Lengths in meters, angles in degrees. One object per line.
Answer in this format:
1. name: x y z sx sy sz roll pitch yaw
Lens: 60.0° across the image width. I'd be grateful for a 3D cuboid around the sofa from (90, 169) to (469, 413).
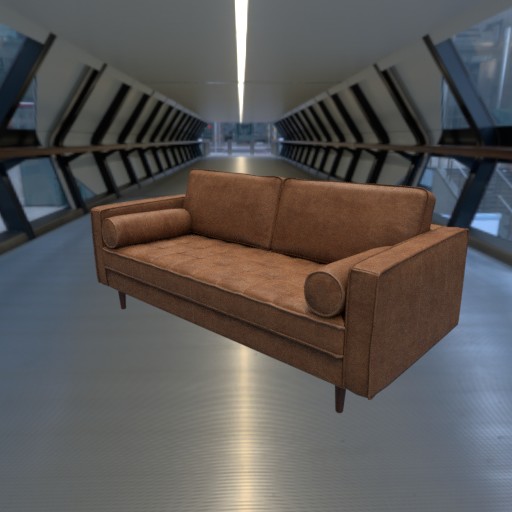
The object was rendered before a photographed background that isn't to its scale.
1. sofa: 0.000 0.000 2.407 1.920 0.825 0.924 14 21 41
